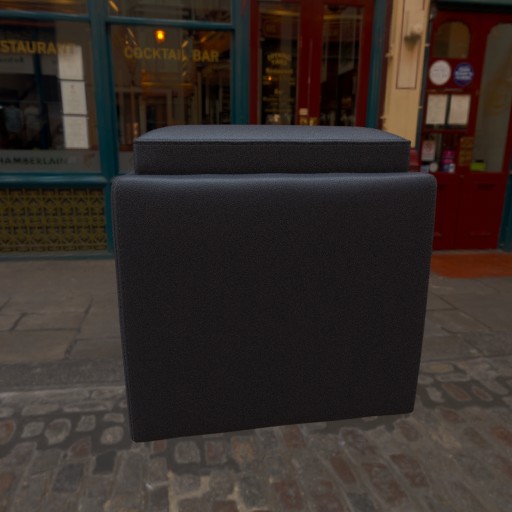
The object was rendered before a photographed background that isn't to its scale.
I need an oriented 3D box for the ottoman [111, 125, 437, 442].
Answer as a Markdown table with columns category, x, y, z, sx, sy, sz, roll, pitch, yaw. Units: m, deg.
| category | x | y | z | sx | sy | sz | roll | pitch | yaw |
| --- | --- | --- | --- | --- | --- | --- | --- | --- | --- |
| ottoman | 0.000 | 0.000 | 0.817 | 0.451 | 0.460 | 0.450 | -2 | 14 | -10 |
